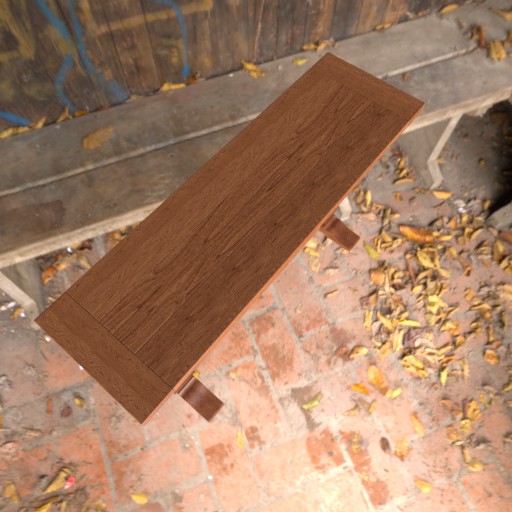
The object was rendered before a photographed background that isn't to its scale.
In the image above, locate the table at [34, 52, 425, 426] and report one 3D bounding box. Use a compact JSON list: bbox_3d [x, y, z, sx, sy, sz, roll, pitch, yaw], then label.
[{"bbox_3d":[0.000,0.000,1.856,0.461,0.852,1.478,36,68,17],"label":"table"}]
